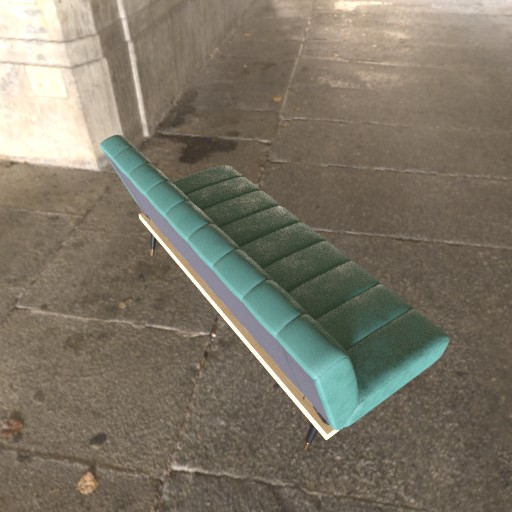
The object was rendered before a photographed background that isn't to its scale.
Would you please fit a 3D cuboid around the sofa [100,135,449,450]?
[{"bbox_3d":[0.000,0.000,2.273,0.830,0.820,1.810,-25,47,-26],"label":"sofa"}]
